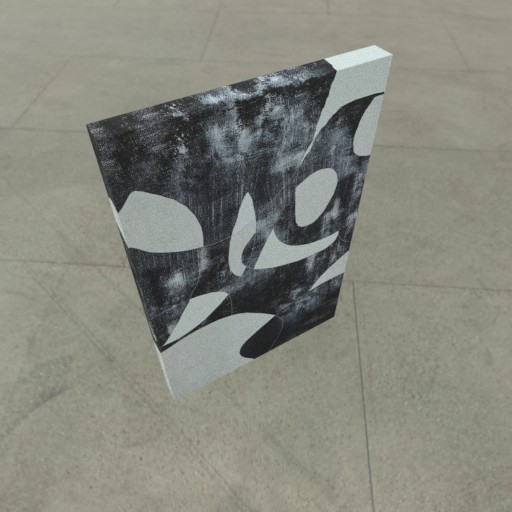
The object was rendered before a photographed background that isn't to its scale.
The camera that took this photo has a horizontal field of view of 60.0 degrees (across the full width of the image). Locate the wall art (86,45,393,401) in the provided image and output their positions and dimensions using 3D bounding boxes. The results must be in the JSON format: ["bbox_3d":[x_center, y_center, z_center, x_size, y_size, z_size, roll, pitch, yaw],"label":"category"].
[{"bbox_3d":[0.000,0.000,0.761,0.407,0.610,0.039,-24,51,-20],"label":"wall art"}]
